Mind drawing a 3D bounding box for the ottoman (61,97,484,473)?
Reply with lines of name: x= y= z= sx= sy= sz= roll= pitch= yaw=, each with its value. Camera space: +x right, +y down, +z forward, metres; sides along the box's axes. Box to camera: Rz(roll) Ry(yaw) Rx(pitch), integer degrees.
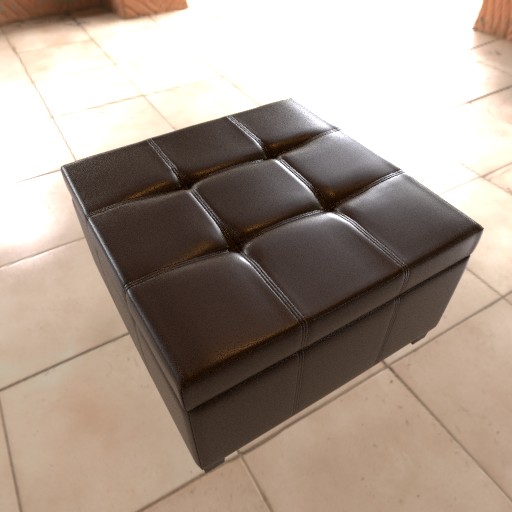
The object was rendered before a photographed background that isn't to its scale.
ottoman: x=0.000 y=0.000 z=1.261 sx=0.788 sy=0.460 sz=0.787 roll=-24 pitch=50 yaw=-22
